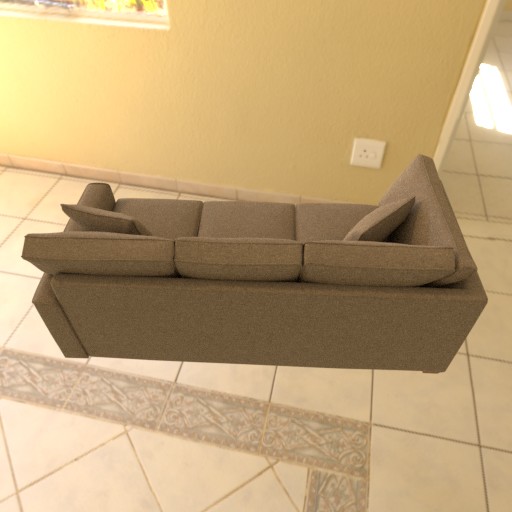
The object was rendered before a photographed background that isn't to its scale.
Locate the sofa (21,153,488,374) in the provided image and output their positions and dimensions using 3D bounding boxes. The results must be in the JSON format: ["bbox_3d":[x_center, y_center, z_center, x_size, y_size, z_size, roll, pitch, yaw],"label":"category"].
[{"bbox_3d":[0.000,0.000,2.728,2.317,0.962,1.061,2,47,2],"label":"sofa"}]
